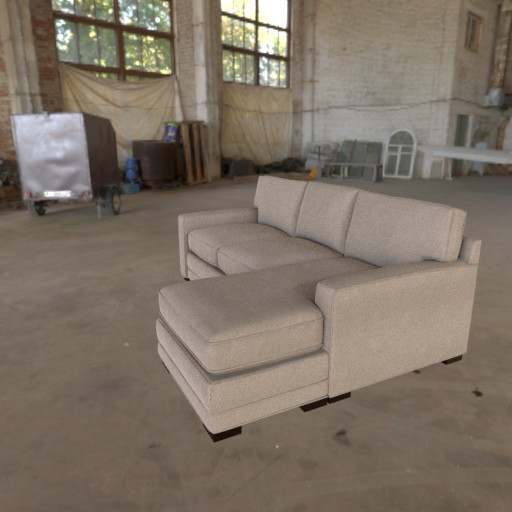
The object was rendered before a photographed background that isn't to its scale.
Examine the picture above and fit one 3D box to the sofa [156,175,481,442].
[{"bbox_3d":[0.000,0.000,2.849,1.496,0.861,2.087,-8,17,-27],"label":"sofa"}]
